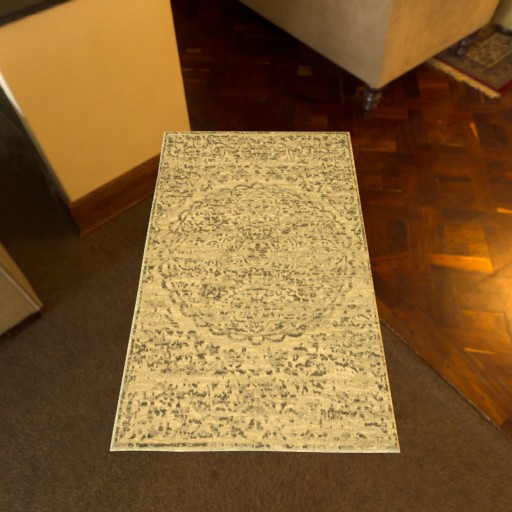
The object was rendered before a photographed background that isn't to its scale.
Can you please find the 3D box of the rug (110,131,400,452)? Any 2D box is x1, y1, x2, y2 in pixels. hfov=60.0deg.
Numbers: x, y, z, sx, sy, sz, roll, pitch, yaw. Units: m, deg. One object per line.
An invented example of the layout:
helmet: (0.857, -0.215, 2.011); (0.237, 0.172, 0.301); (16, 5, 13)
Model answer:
rug: (0.000, 0.000, 2.994); (1.527, 0.021, 2.447); (0, 57, 0)
